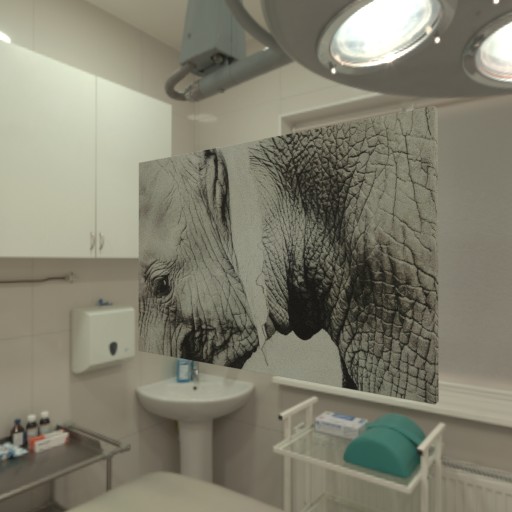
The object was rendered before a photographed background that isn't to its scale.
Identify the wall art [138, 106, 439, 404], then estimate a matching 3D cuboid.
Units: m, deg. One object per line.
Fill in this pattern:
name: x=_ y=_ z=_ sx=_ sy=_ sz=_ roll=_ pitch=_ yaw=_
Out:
wall art: x=0.000 y=0.000 z=1.470 sx=1.141 sy=0.758 sz=0.035 roll=0 pitch=-1 yaw=36
